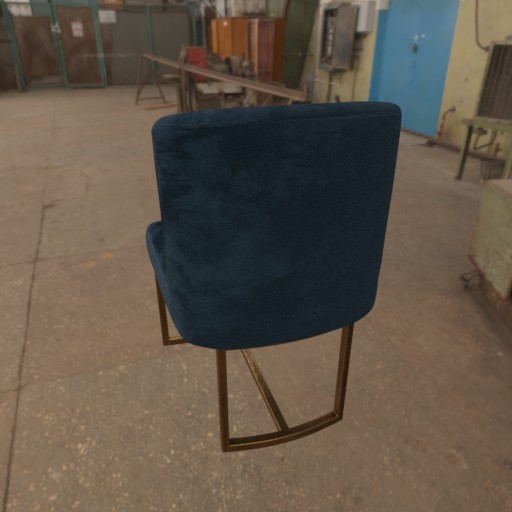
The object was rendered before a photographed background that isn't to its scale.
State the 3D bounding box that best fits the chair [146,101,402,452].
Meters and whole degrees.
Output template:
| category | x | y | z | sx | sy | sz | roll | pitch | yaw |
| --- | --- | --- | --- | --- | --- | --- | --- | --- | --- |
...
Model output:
| category | x | y | z | sx | sy | sz | roll | pitch | yaw |
| --- | --- | --- | --- | --- | --- | --- | --- | --- | --- |
| chair | 0.000 | 0.000 | 1.164 | 0.530 | 0.824 | 0.560 | -9 | 28 | -16 |
